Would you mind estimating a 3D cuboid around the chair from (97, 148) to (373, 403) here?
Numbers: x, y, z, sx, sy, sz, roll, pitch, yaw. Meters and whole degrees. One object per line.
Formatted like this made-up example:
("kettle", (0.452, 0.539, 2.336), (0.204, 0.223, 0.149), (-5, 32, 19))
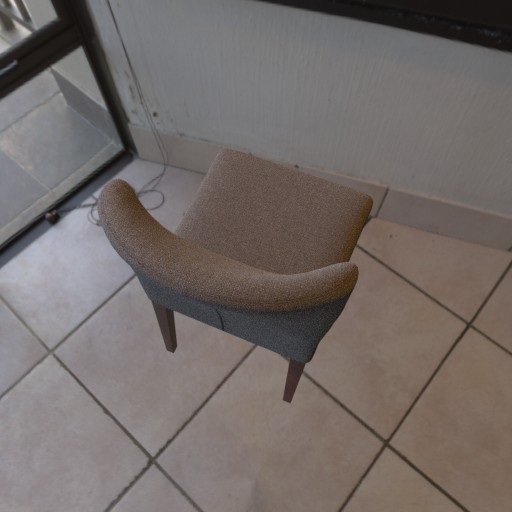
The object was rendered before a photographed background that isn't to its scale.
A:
("chair", (0.000, 0.000, 1.169), (0.491, 0.839, 0.589), (20, 65, 10))
